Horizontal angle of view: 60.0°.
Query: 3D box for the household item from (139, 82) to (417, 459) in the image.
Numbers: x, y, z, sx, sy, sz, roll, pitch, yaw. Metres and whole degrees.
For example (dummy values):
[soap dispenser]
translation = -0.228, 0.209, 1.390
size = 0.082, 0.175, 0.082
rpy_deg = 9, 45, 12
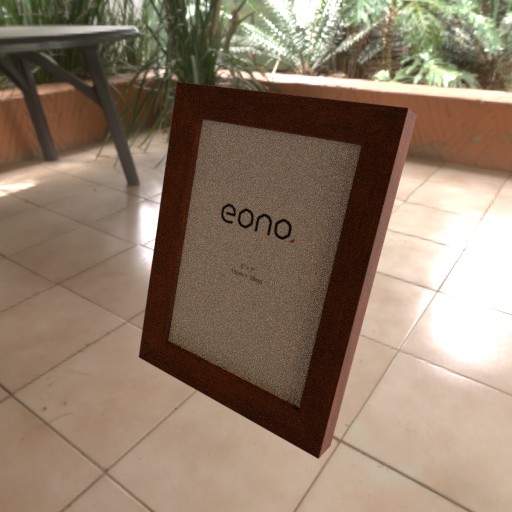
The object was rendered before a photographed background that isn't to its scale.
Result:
[household item]
translation = 0.000, 0.000, 0.300
size = 0.160, 0.204, 0.096
rpy_deg = 19, 34, 30
